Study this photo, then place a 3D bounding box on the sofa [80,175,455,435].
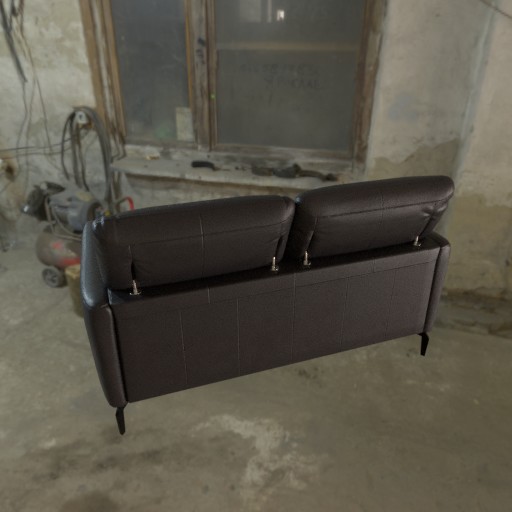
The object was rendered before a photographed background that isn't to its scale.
[{"bbox_3d":[0.000,0.000,2.155,1.596,0.920,0.958,-9,29,-17],"label":"sofa"}]
